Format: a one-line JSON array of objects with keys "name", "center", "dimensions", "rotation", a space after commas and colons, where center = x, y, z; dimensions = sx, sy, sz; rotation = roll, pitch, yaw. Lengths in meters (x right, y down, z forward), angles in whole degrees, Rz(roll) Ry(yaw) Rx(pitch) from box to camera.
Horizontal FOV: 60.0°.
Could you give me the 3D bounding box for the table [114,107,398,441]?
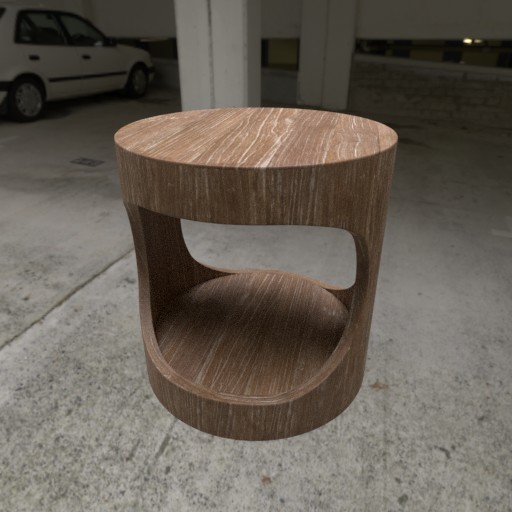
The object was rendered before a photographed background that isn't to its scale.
[{"name": "table", "center": [0.000, 0.000, 0.980], "dimensions": [0.527, 0.551, 0.527], "rotation": [0, 27, 0]}]
